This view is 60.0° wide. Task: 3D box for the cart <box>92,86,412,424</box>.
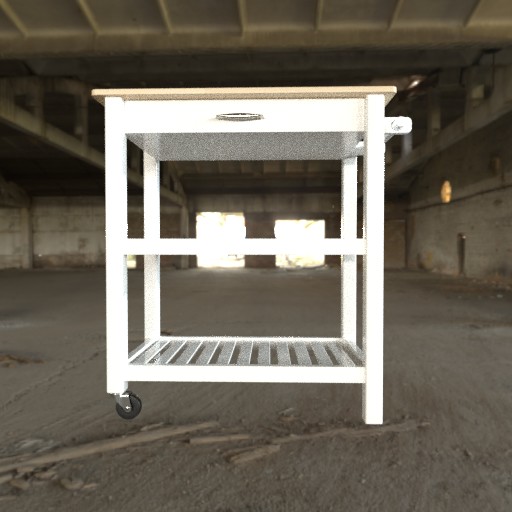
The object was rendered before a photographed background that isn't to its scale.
[{"bbox_3d":[0.000,0.000,1.444,0.899,0.927,0.457,0,1,2],"label":"cart"}]
